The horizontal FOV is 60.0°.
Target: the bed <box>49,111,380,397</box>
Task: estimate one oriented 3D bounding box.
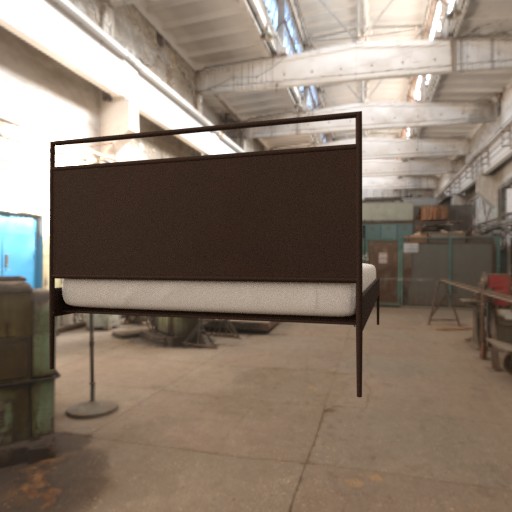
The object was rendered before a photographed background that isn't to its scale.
[{"bbox_3d":[0.000,0.000,3.054,1.572,1.173,2.122,0,0,17],"label":"bed"}]
